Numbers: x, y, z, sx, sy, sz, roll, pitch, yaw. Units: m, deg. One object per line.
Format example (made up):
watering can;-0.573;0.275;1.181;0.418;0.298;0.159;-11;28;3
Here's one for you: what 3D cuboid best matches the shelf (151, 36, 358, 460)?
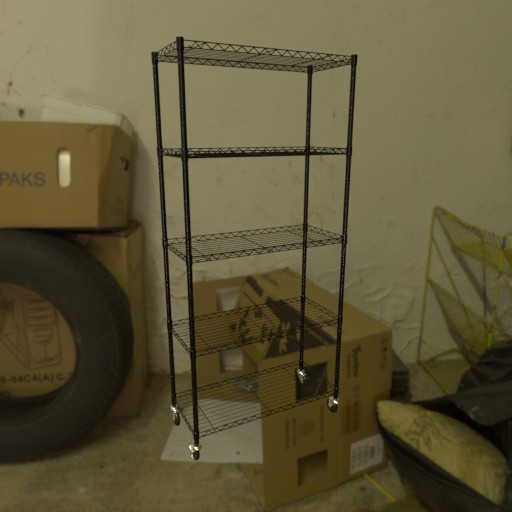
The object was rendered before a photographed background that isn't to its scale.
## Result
shelf;0.000;0.000;1.954;0.762;1.645;0.356;-8;17;-26
